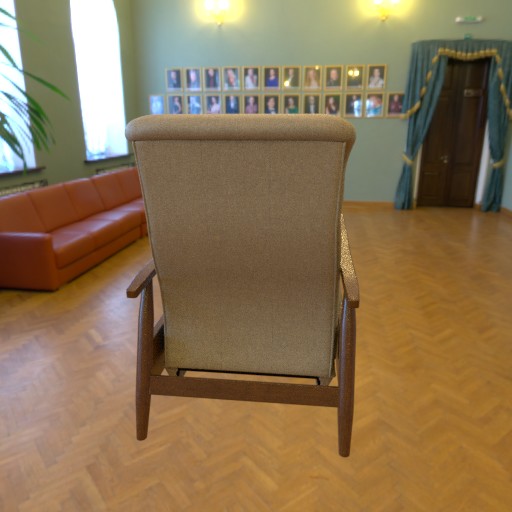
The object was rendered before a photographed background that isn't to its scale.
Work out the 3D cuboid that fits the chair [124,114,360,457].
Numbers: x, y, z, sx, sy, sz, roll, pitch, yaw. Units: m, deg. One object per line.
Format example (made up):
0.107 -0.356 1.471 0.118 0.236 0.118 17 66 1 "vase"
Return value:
0.000 0.000 1.808 0.762 1.082 1.030 2 16 6 "chair"
